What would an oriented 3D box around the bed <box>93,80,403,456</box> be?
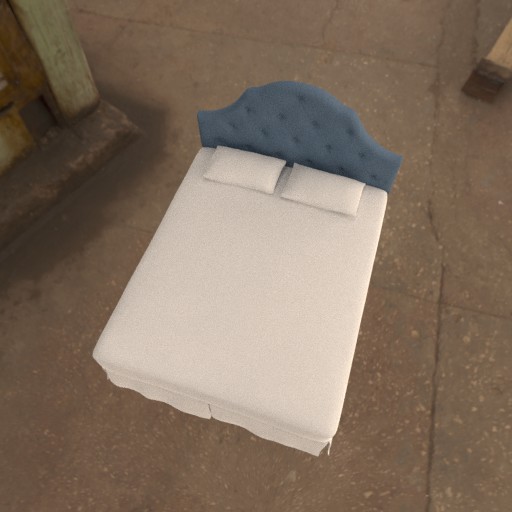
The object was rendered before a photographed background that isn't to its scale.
[{"bbox_3d":[0.000,0.000,3.717,2.039,1.617,2.477,16,60,9],"label":"bed"}]
